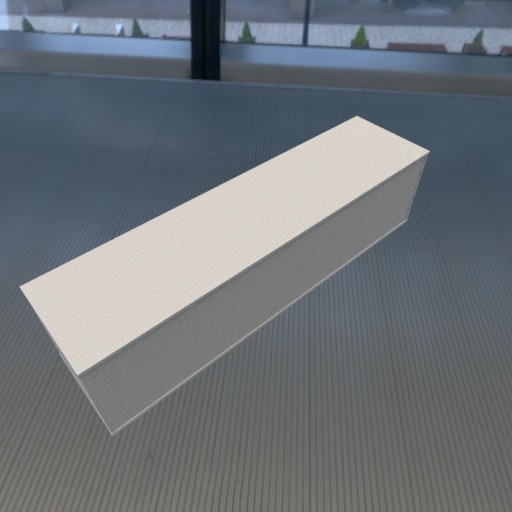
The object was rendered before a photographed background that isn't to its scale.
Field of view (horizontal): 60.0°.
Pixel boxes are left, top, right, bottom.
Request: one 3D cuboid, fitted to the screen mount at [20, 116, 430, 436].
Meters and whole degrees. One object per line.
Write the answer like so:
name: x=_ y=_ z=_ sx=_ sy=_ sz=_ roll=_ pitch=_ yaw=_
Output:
screen mount: x=0.000 y=0.000 z=1.817 sx=1.600 sy=0.520 sz=0.418 roll=-32 pitch=54 yaw=-27
